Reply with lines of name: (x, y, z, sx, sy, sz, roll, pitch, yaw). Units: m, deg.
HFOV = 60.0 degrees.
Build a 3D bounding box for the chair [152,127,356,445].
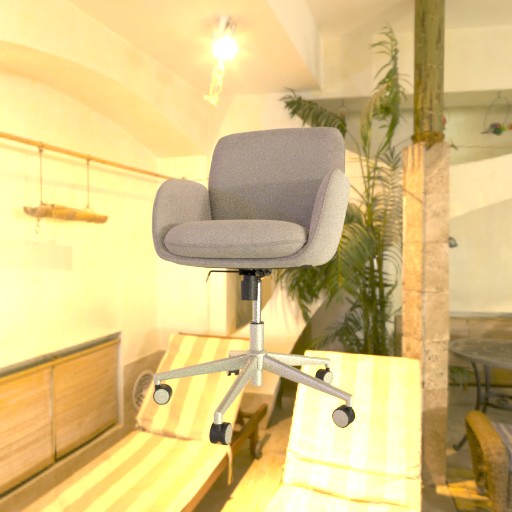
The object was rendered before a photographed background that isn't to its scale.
chair: (0.000, 0.000, 1.422, 0.648, 0.959, 0.654, 1, 2, 18)
